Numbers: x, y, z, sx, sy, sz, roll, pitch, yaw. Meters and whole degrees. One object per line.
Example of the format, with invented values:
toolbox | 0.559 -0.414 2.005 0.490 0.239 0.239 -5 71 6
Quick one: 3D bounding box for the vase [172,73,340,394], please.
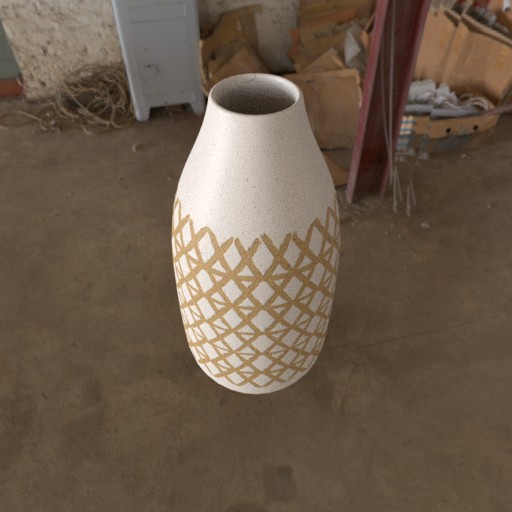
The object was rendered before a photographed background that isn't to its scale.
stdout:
vase | 0.000 0.000 0.493 0.186 0.380 0.186 0 47 0
